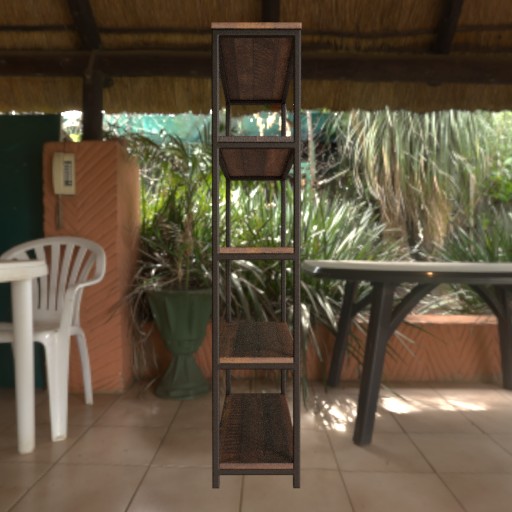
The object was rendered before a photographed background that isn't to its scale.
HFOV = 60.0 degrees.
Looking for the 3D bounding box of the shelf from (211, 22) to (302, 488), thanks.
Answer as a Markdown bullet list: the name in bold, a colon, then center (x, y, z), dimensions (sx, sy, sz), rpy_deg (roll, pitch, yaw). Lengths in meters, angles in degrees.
- **shelf**: center (0.000, 0.000, 2.204), dimensions (0.359, 1.860, 0.874), rpy_deg (0, 1, 0)
